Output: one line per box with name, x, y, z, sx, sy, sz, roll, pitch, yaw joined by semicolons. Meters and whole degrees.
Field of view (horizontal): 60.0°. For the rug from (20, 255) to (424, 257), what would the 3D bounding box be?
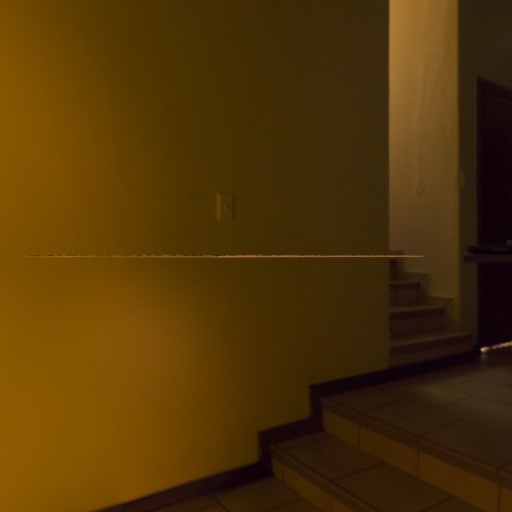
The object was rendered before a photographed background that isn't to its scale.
rug;0.000;0.000;3.040;1.520;0.011;2.447;0;0;37
